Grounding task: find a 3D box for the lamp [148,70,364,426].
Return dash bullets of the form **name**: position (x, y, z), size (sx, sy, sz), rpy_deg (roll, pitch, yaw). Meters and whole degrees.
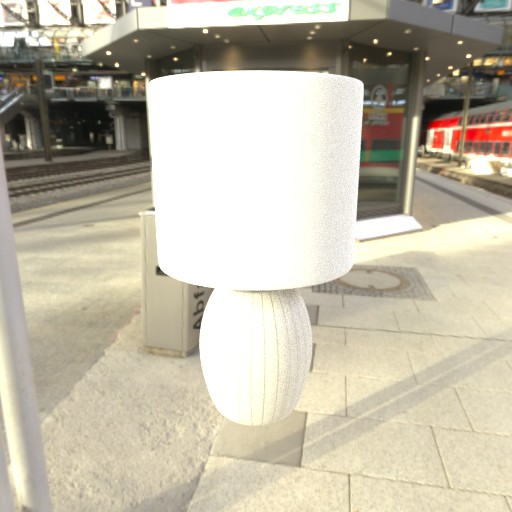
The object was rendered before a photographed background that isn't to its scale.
- **lamp**: position (0.000, 0.000, 0.761), size (0.328, 0.570, 0.328), rpy_deg (0, 15, 0)
